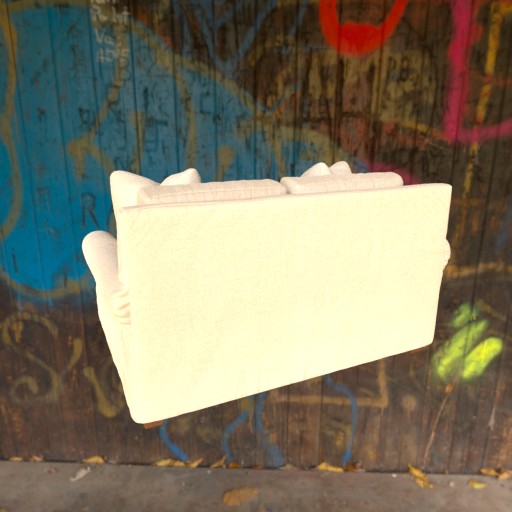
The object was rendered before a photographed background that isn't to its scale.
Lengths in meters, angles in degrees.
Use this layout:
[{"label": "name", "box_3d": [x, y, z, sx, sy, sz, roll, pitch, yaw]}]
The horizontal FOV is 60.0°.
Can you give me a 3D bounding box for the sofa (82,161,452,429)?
[{"label": "sofa", "box_3d": [0.000, 0.000, 2.194, 1.550, 0.905, 1.070, -8, 18, -25]}]
